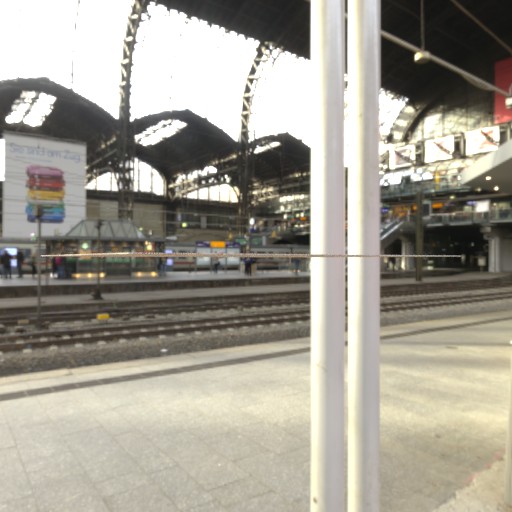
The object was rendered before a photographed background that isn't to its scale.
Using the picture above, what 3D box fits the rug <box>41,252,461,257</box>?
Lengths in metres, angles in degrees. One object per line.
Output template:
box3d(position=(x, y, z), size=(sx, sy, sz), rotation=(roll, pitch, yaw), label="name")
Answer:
box3d(position=(0.000, 0.000, 2.304), size=(1.818, 0.005, 1.217), rotation=(0, -1, -37), label="rug")
